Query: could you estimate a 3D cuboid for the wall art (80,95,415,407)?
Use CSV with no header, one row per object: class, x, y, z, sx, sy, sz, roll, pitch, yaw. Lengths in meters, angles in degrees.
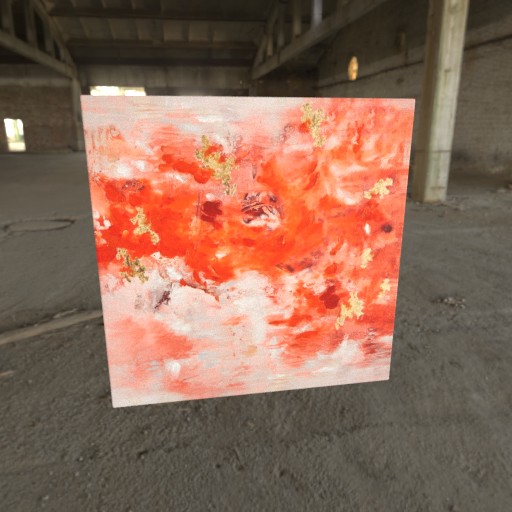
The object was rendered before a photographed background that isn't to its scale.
wall art,0.000,0.000,1.107,0.747,0.746,0.064,-3,17,-10
